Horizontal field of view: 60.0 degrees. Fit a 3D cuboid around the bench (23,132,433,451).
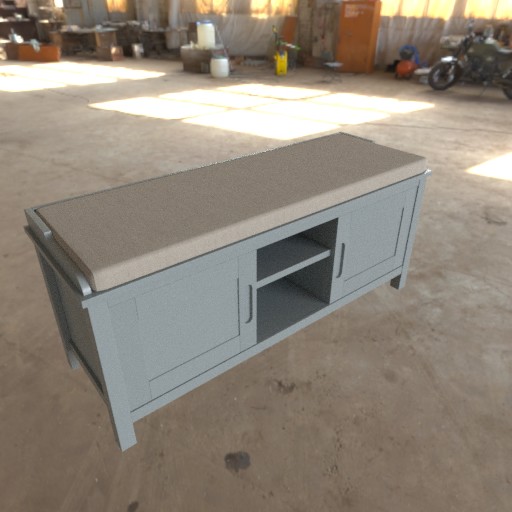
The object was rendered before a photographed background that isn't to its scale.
[{"bbox_3d":[0.000,0.000,1.360,1.140,0.501,0.398,-22,37,-32],"label":"bench"}]
